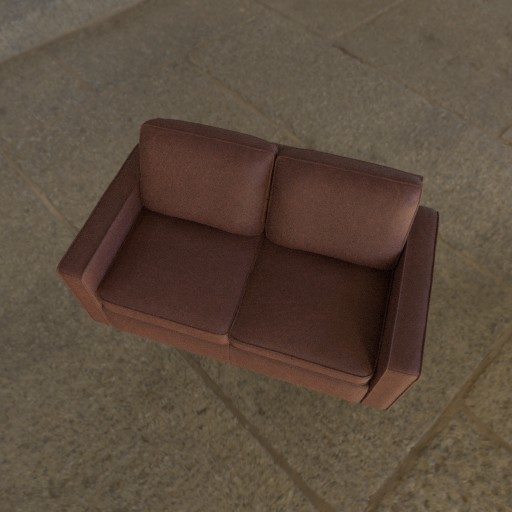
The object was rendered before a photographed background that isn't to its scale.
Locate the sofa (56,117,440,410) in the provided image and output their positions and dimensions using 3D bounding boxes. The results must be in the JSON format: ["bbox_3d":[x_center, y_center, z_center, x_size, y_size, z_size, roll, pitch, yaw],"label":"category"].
[{"bbox_3d":[0.000,0.000,2.286,1.709,0.918,0.947,15,59,9],"label":"sofa"}]
